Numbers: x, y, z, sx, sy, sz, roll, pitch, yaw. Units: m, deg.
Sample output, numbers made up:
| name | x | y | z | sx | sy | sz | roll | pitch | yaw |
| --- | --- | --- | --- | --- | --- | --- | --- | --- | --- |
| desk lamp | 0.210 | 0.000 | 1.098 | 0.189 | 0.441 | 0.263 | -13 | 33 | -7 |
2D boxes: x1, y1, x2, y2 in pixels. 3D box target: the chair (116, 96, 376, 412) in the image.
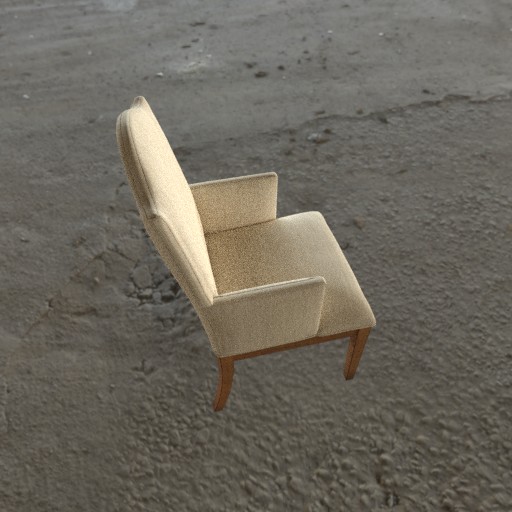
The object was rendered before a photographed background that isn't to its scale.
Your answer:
| name | x | y | z | sx | sy | sz | roll | pitch | yaw |
| --- | --- | --- | --- | --- | --- | --- | --- | --- | --- |
| chair | 0.000 | 0.000 | 1.397 | 0.641 | 1.016 | 0.533 | -10 | 48 | -9 |
